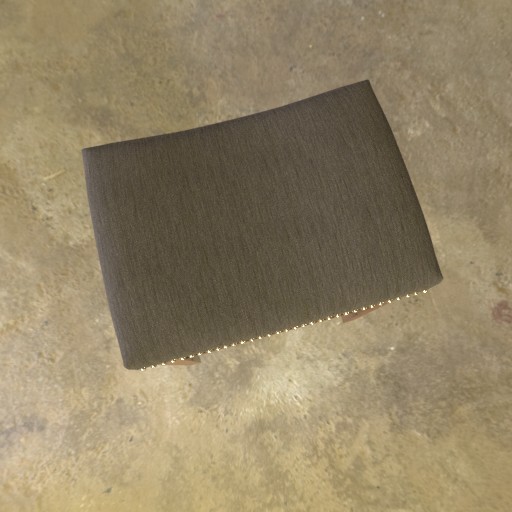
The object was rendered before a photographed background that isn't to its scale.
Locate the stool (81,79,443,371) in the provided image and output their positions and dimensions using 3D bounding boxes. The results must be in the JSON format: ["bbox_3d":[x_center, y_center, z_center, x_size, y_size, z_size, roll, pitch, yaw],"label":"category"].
[{"bbox_3d":[0.000,0.000,0.979,0.504,0.654,0.372,-15,77,-3],"label":"stool"}]
